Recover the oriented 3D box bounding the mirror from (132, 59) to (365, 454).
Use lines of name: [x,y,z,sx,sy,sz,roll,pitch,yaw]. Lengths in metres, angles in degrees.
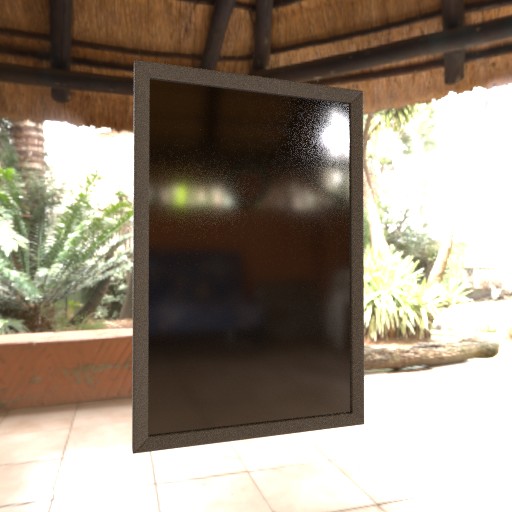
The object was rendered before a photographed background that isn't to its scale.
mirror: [0.000,0.000,1.140,0.609,0.915,0.040,0,-1,-18]
